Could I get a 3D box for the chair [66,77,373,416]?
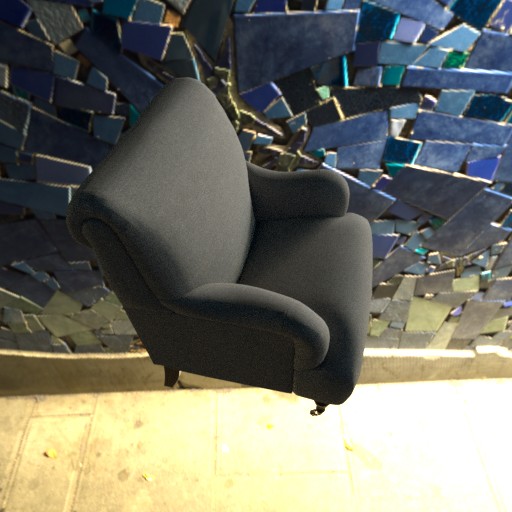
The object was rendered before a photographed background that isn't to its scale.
[{"bbox_3d":[0.000,0.000,1.565,0.843,0.942,0.766,10,47,9],"label":"chair"}]
